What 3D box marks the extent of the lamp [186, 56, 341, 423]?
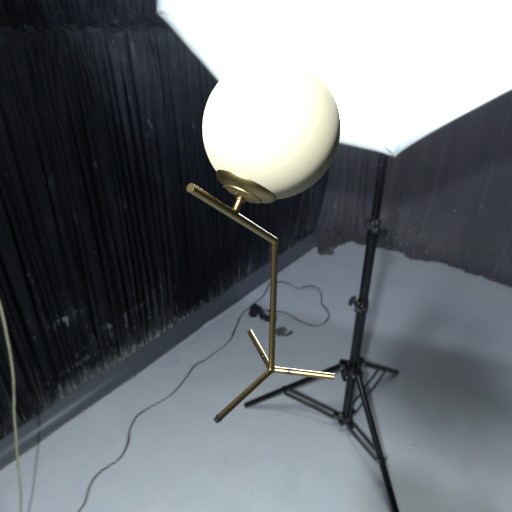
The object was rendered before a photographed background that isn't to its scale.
[{"bbox_3d":[0.000,0.000,0.674,0.210,0.552,0.251,22,37,33],"label":"lamp"}]
